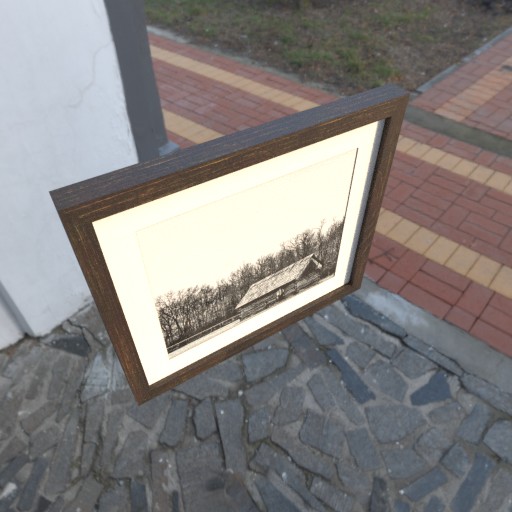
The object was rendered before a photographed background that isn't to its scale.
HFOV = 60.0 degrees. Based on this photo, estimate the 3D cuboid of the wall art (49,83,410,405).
[{"bbox_3d":[0.000,0.000,0.542,0.381,0.330,0.031,-24,50,-22],"label":"wall art"}]
